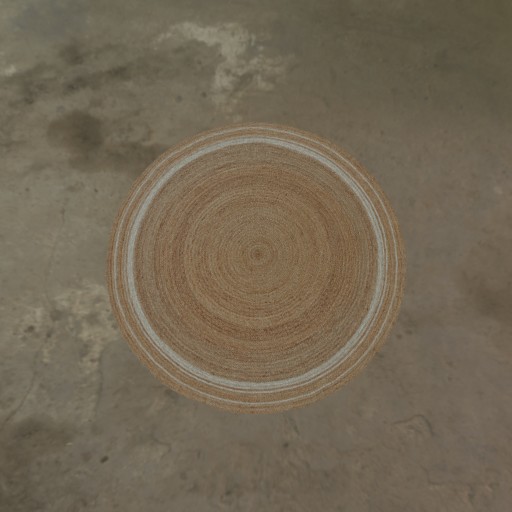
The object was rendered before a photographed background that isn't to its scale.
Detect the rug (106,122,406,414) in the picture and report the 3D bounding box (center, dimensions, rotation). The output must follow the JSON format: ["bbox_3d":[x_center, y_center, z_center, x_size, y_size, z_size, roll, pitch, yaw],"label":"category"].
[{"bbox_3d":[0.000,0.000,3.626,2.444,0.015,2.444,0,76,0],"label":"rug"}]
